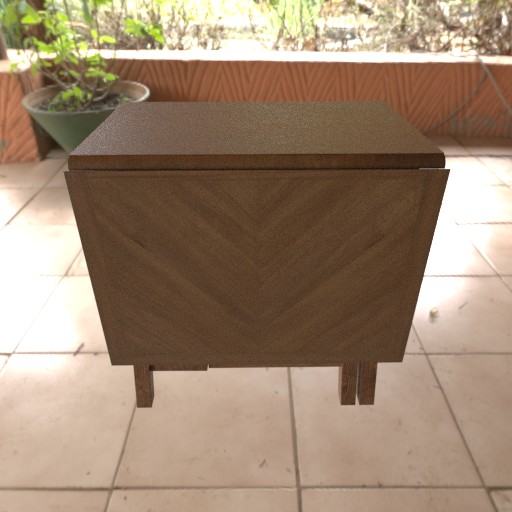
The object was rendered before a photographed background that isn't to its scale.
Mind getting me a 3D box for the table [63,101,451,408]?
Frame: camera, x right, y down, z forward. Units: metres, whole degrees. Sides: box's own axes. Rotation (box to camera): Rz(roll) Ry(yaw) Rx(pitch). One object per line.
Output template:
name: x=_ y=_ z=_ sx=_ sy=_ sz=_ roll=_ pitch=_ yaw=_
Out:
table: x=0.000 y=0.000 z=1.650 sx=0.967 sy=0.981 sz=0.701 roll=0 pitch=32 yaw=-1
